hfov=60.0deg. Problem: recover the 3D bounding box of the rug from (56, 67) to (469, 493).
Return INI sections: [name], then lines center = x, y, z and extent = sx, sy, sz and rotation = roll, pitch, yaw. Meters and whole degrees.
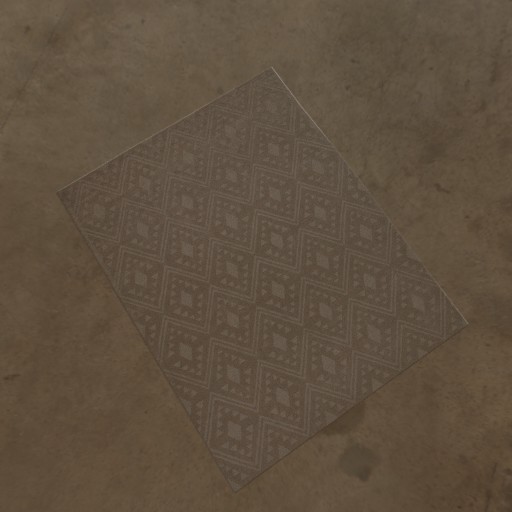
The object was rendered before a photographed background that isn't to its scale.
[rug]
center = 0.000, 0.000, 3.918
extent = 2.399, 0.054, 3.011
rotation = -33, 79, -7
